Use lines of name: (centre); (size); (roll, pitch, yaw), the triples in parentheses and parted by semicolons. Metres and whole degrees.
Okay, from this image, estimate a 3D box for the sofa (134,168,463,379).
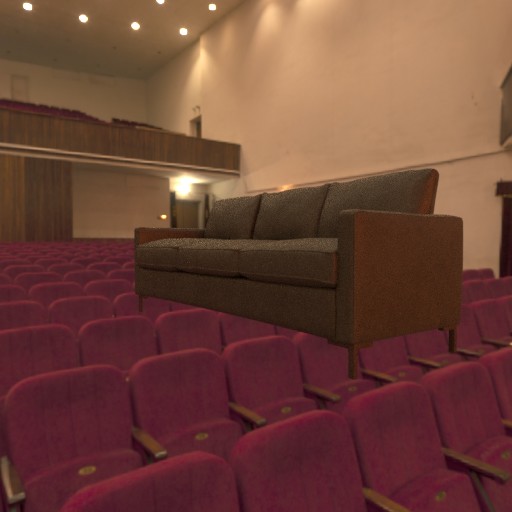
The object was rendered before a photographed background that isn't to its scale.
sofa: (0.000, 0.000, 2.481); (0.748, 0.805, 2.029); (-1, 2, -36)
